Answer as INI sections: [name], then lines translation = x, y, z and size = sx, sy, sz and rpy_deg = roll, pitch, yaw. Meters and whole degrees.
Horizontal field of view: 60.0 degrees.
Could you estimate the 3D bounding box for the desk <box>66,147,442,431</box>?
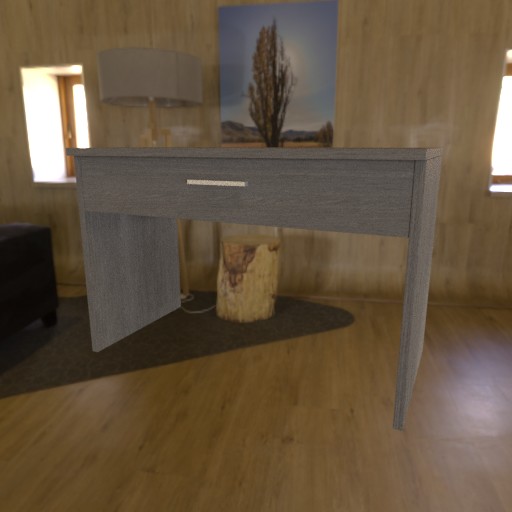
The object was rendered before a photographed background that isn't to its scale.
[desk]
translation = 0.000, 0.000, 1.538
size = 1.099, 0.729, 0.557
rpy_deg = 7, 15, 25
